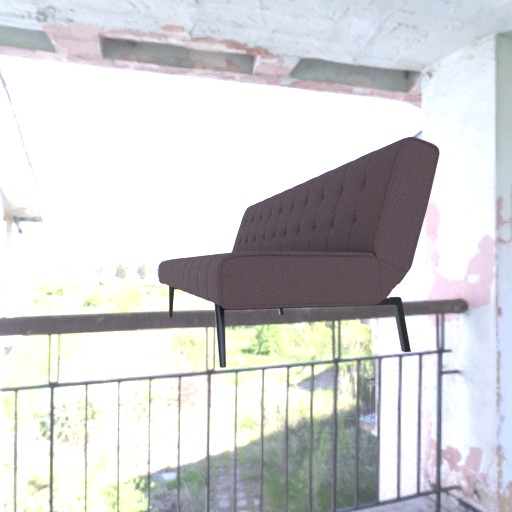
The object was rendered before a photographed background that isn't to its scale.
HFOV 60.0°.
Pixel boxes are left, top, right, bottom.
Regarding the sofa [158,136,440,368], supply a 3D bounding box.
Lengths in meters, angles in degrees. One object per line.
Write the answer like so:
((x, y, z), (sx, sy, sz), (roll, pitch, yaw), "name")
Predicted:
((0.000, 0.000, 2.072), (0.747, 0.699, 1.703), (0, -1, -18), "sofa")
